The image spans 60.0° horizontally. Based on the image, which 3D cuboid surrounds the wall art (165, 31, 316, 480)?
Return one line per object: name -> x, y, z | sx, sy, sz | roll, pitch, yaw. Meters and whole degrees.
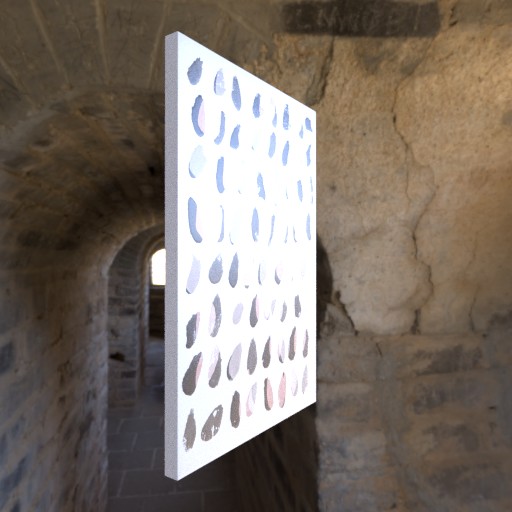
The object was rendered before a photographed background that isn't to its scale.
wall art -> 0.000, 0.000, 0.771 | 0.025, 0.608, 0.405 | 0, 0, 35
